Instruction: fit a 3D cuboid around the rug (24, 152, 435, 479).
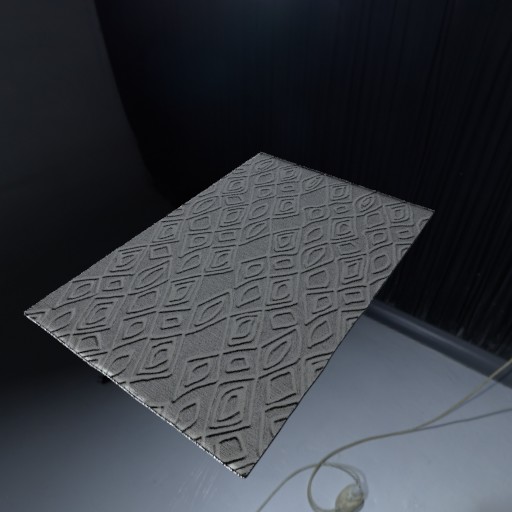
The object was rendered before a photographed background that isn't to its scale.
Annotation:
[{"bbox_3d":[0.000,0.000,2.248,1.224,0.016,1.832,25,47,26],"label":"rug"}]
